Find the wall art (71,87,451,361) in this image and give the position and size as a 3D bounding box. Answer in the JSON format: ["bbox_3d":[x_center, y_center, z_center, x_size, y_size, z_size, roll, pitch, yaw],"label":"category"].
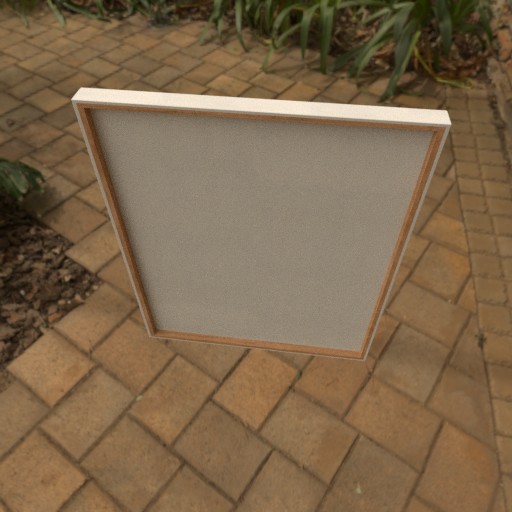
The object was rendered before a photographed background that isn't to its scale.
[{"bbox_3d":[0.000,0.000,0.822,0.508,0.606,0.037,5,48,5],"label":"wall art"}]
